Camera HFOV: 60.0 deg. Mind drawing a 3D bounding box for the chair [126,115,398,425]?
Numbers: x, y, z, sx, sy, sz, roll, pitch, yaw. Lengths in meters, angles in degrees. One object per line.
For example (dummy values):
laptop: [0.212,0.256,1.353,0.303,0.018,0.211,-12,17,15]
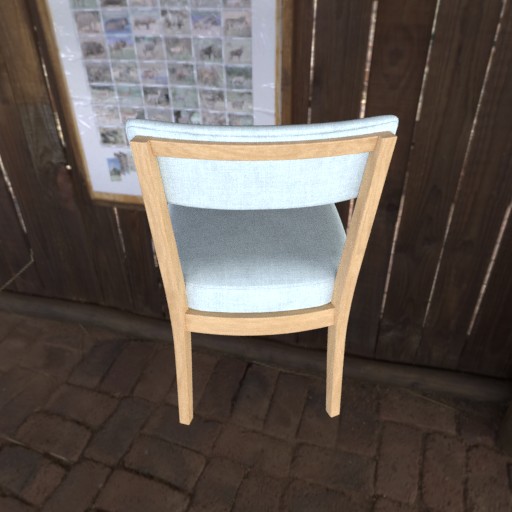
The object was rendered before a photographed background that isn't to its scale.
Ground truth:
chair: [0.000,0.000,1.175,0.508,0.832,0.572,-2,31,-3]
